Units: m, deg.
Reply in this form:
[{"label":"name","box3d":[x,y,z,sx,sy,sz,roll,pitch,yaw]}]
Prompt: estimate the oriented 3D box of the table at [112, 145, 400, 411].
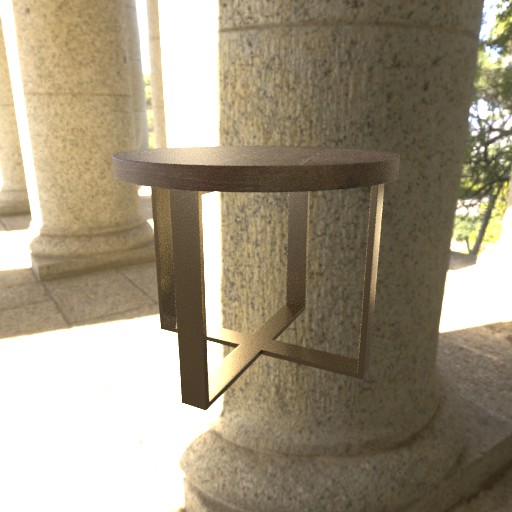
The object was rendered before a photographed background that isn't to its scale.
[{"label":"table","box3d":[0.000,0.000,0.961,0.557,0.437,0.557,0,17,0]}]
